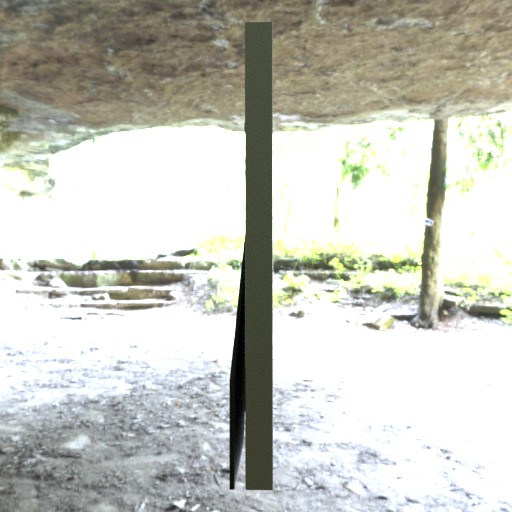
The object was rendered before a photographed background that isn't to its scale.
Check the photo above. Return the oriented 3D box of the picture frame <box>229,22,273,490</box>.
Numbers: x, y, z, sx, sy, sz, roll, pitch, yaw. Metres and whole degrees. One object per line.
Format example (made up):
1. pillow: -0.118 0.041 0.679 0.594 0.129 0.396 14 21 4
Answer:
1. picture frame: 0.000 0.000 0.519 0.036 0.386 0.307 0 0 1
